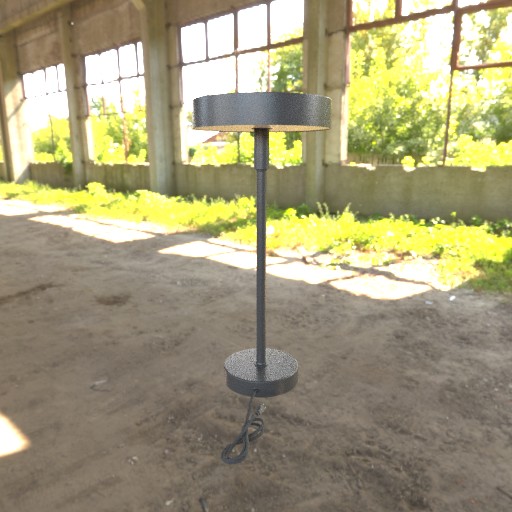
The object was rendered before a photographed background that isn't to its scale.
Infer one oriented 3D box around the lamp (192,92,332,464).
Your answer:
[{"bbox_3d":[0.000,0.000,0.717,0.229,0.508,0.369,2,13,8],"label":"lamp"}]
